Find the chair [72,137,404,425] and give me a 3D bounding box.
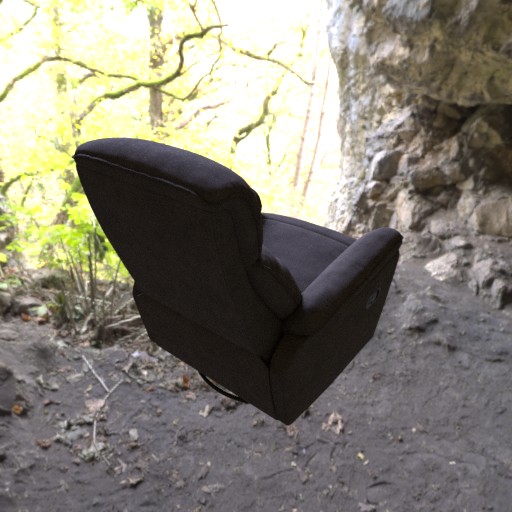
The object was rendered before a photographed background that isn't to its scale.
[{"bbox_3d":[0.000,0.000,1.669,0.830,1.036,1.009,22,37,32],"label":"chair"}]
